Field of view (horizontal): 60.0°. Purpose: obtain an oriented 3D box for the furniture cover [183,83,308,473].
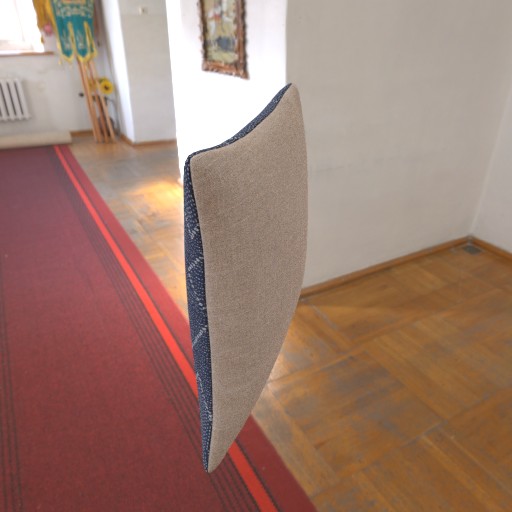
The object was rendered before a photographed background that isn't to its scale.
[{"bbox_3d":[0.000,0.000,0.777,0.162,0.503,0.511,8,31,14],"label":"furniture cover"}]
